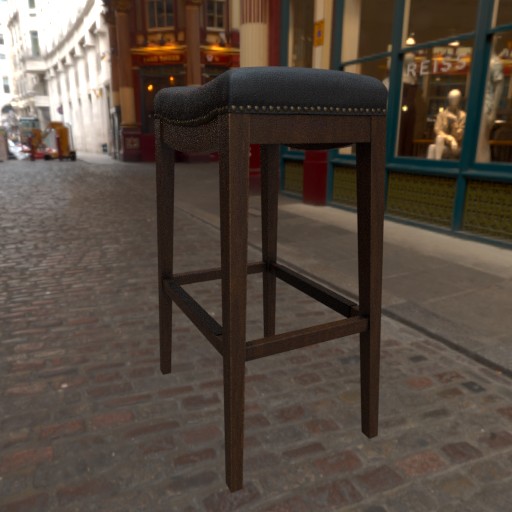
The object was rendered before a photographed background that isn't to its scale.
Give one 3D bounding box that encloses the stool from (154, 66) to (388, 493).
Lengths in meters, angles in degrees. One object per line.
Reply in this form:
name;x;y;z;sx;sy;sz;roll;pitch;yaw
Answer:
stool;0.000;0.000;1.028;0.361;0.765;0.500;-8;18;-26
